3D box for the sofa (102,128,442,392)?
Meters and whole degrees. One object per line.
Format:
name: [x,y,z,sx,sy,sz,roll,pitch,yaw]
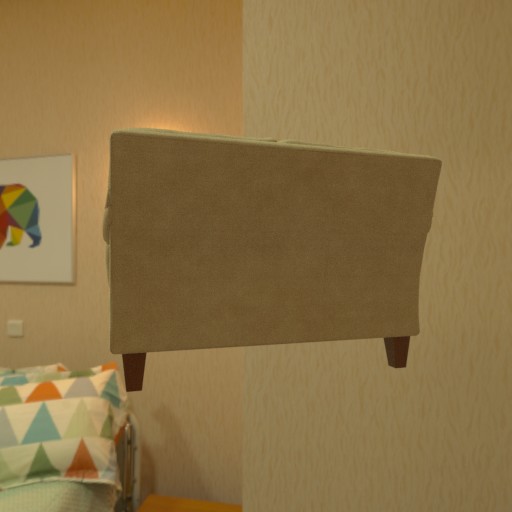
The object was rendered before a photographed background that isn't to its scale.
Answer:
sofa: [0.000,0.000,2.298,1.498,1.087,1.086,0,-1,-18]
